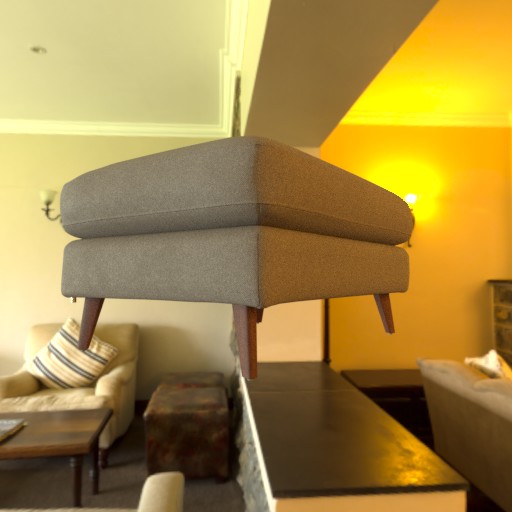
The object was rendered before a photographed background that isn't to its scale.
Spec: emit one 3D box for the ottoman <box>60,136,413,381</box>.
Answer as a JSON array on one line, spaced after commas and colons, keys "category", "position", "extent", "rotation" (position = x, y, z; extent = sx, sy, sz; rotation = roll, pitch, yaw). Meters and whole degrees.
[{"category": "ottoman", "position": [0.000, 0.000, 1.169], "extent": [0.608, 0.449, 0.811], "rotation": [-2, -3, 36]}]
